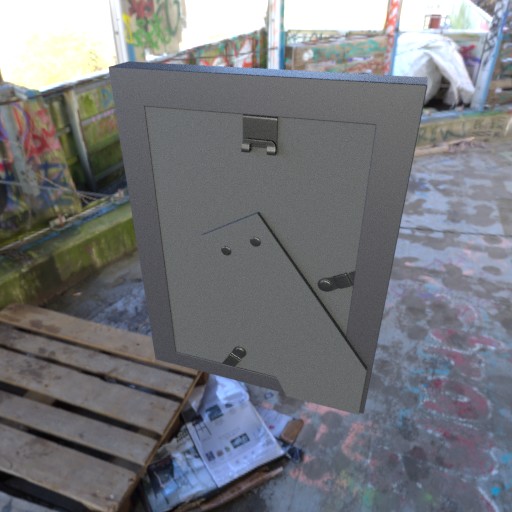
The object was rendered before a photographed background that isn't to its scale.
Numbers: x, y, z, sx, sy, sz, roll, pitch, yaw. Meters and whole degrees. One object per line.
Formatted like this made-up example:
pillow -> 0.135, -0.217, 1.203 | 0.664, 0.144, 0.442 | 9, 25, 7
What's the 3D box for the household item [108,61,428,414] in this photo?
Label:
household item -> 0.000, 0.000, 0.228 | 0.133, 0.178, 0.022 | 10, 33, 16
